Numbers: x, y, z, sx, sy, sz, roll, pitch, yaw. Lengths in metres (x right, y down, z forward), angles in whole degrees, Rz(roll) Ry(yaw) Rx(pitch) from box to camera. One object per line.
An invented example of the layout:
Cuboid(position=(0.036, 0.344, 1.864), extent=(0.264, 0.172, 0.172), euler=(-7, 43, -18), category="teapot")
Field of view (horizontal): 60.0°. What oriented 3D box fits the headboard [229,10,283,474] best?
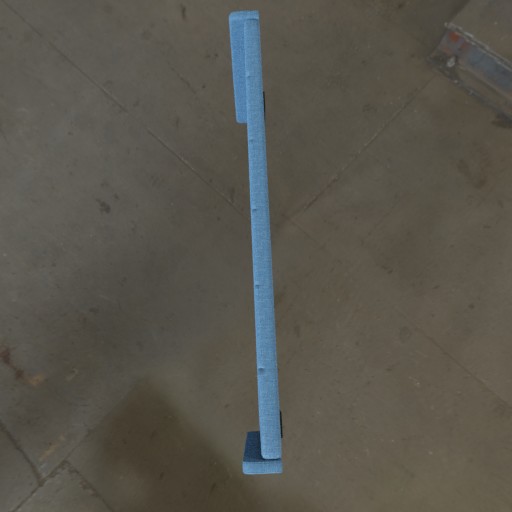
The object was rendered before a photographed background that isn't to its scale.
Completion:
Cuboid(position=(0.000, 0.000, 2.609), extent=(0.184, 1.524, 2.051), euler=(-2, 75, -1), category="headboard")
